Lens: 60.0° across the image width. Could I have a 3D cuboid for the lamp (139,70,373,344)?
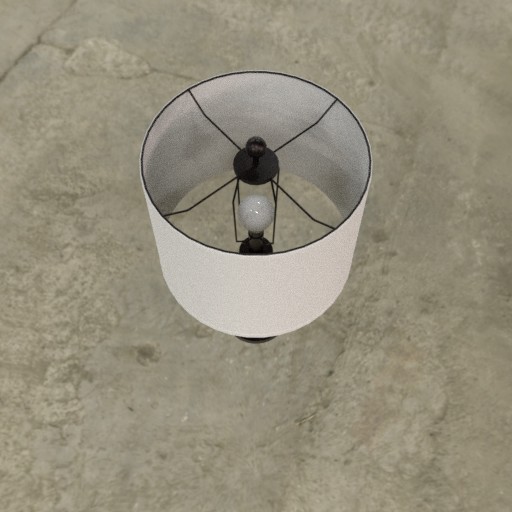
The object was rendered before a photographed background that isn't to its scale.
[{"bbox_3d":[0.000,0.000,0.936,0.383,0.726,0.383,0,64,0],"label":"lamp"}]
